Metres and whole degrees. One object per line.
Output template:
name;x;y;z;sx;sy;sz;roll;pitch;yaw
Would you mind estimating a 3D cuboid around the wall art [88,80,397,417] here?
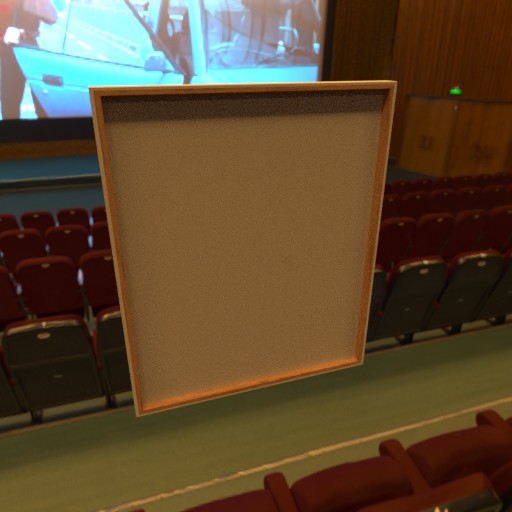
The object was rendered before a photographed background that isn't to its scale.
wall art;0.000;0.000;0.834;0.508;0.606;0.037;-8;26;-17
